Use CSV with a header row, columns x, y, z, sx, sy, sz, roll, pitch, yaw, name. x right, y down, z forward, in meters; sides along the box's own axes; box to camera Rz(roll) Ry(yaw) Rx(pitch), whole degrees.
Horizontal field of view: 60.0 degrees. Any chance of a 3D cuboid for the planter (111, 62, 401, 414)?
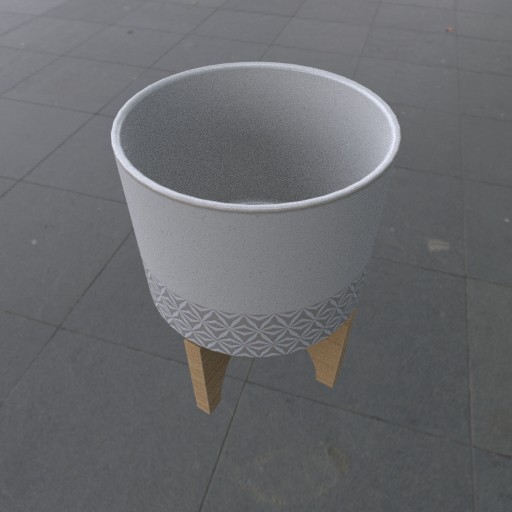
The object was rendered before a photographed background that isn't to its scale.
x,y,z,sx,sy,sz,roll,pitch,yaw,name
0.000,0.000,0.510,0.249,0.343,0.249,0,45,0,planter
